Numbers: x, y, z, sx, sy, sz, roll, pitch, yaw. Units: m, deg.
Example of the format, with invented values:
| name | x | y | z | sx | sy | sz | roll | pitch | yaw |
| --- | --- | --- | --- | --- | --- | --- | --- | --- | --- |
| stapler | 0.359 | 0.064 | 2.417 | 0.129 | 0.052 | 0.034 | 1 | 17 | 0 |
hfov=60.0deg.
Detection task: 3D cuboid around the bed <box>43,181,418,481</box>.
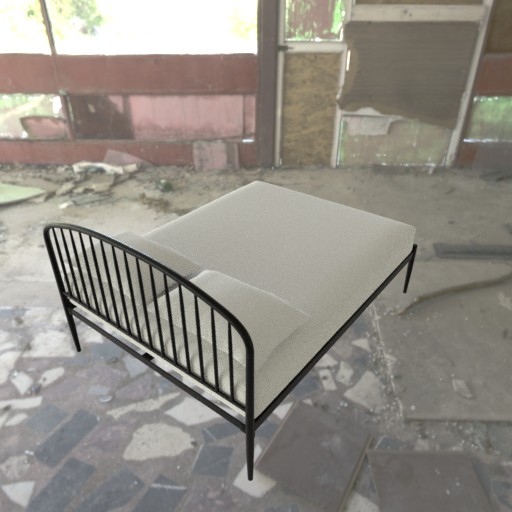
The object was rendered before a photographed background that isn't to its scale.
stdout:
| name | x | y | z | sx | sy | sz | roll | pitch | yaw |
| --- | --- | --- | --- | --- | --- | --- | --- | --- | --- |
| bed | 0.000 | 0.000 | 3.181 | 1.618 | 1.166 | 2.159 | 22 | 38 | 32 |
